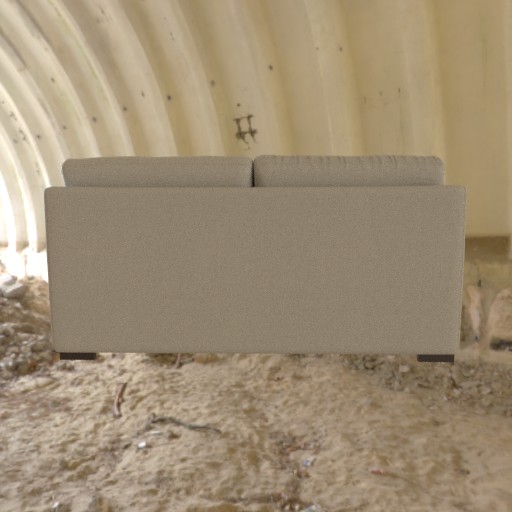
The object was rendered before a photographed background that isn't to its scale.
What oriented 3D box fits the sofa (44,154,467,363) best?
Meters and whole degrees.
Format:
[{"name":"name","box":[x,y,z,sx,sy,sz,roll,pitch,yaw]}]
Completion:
[{"name":"sofa","box":[0.000,0.000,2.442,1.880,0.940,1.143,0,1,1]}]
